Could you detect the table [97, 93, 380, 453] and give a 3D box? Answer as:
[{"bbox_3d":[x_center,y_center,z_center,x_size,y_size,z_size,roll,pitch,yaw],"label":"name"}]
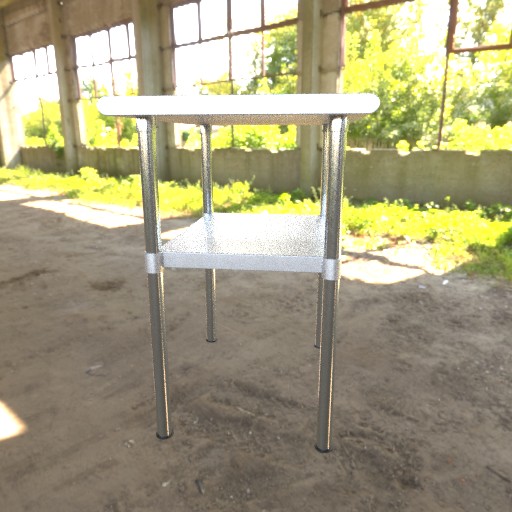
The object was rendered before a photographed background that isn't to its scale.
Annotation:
[{"bbox_3d":[0.000,0.000,1.374,0.584,0.876,0.762,2,15,7],"label":"table"}]
